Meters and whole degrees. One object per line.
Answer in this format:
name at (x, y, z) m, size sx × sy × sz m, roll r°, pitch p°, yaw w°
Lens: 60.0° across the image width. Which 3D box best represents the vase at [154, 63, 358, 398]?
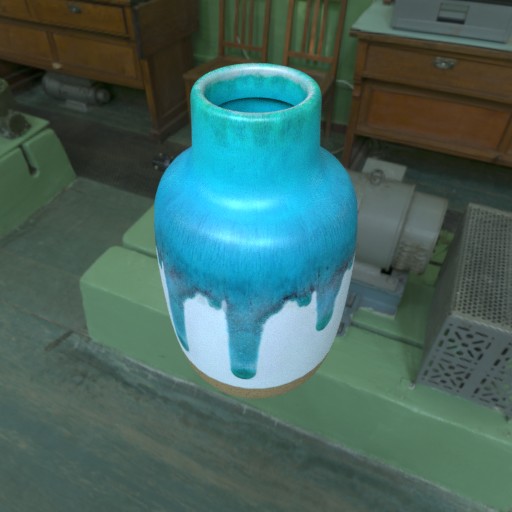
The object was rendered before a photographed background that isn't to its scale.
vase at (0.000, 0.000, 0.246) m, size 0.106 × 0.192 × 0.106 m, roll 0°, pitch 44°, yaw 0°
